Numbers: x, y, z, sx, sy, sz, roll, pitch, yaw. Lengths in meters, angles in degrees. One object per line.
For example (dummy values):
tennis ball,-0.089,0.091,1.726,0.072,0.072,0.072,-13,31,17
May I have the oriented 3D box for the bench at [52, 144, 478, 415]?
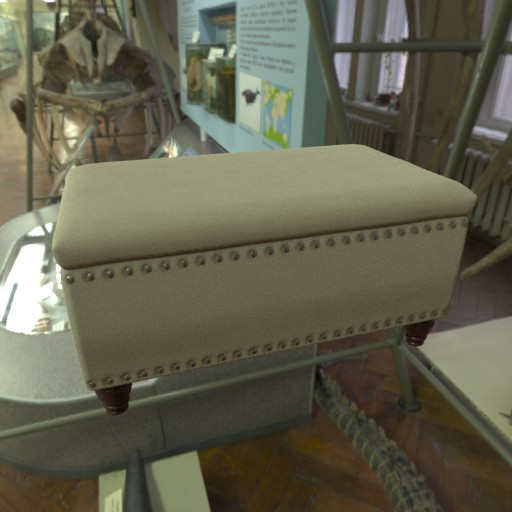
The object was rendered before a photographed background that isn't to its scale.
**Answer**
bench,0.000,0.000,1.160,0.887,0.449,0.500,-8,27,-16
